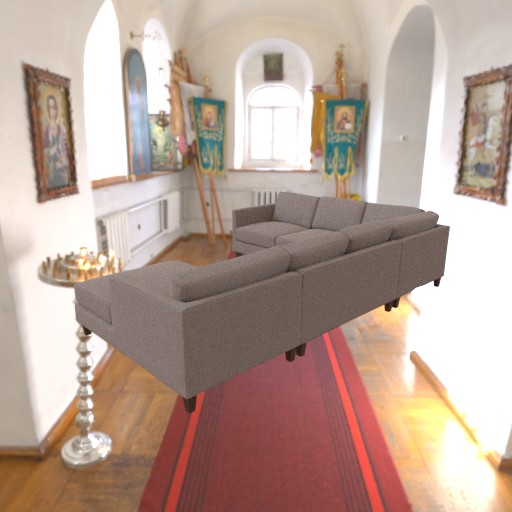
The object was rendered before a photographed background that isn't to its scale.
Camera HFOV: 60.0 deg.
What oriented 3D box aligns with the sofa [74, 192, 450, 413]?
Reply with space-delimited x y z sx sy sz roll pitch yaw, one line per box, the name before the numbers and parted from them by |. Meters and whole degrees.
sofa | 0.000 0.000 4.489 3.438 0.865 2.424 -14 21 -42
